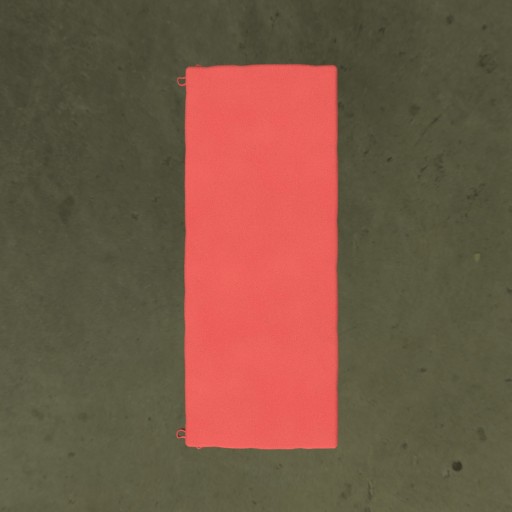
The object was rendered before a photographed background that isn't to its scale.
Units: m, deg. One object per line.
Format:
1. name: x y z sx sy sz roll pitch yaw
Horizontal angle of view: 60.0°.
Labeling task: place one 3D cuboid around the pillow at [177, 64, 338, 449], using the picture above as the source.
1. pillow: 0.000 0.000 1.347 0.492 0.081 1.187 0 90 1
